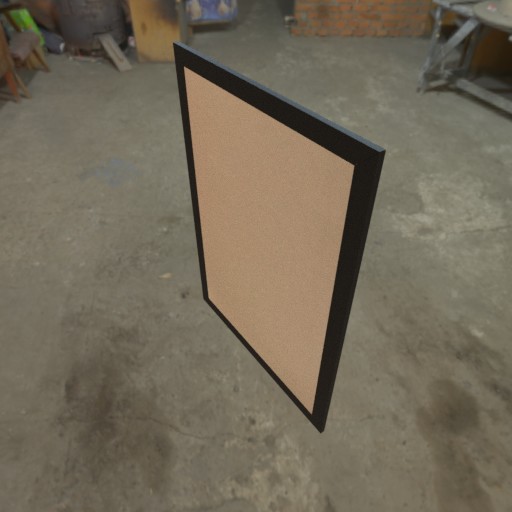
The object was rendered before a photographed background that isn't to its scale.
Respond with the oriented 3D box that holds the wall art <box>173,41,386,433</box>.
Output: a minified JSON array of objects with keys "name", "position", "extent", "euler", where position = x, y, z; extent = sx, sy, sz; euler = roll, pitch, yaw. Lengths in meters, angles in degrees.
[{"name":"wall art","position":[0.000,0.000,0.683],"extent":[0.008,0.530,0.379],"euler":[-26,49,-26]}]
